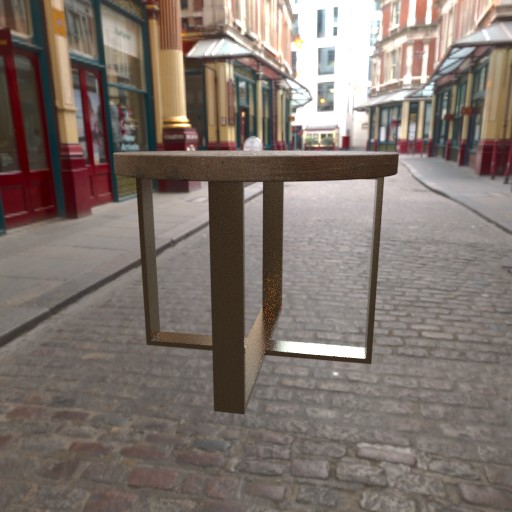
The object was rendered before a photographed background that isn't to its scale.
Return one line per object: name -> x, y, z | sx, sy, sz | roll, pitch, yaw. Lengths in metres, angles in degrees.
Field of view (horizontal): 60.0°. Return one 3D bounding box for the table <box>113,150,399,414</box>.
table -> 0.000, 0.000, 0.960 | 0.557, 0.437, 0.557 | 0, 14, 0
